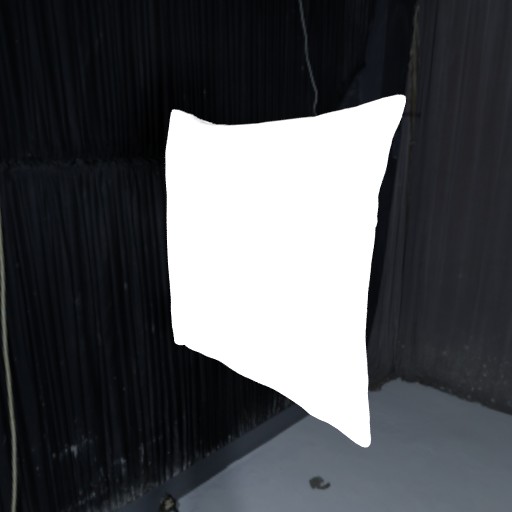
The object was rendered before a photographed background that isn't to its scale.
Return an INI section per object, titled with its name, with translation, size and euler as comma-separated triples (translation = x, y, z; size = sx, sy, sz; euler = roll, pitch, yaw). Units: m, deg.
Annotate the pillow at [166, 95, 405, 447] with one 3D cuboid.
[pillow]
translation = 0.000, 0.000, 0.670
size = 0.173, 0.436, 0.433
euler = -15, 21, -42
